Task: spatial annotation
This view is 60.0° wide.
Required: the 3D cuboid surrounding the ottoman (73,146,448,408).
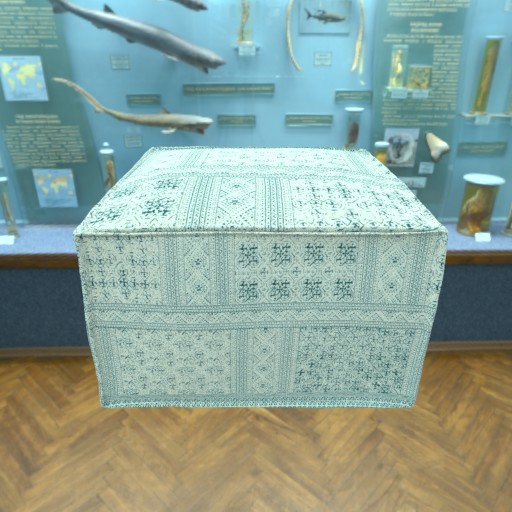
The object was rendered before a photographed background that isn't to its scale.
[{"bbox_3d":[0.000,0.000,1.051,0.626,0.439,0.617,0,26,0],"label":"ottoman"}]
